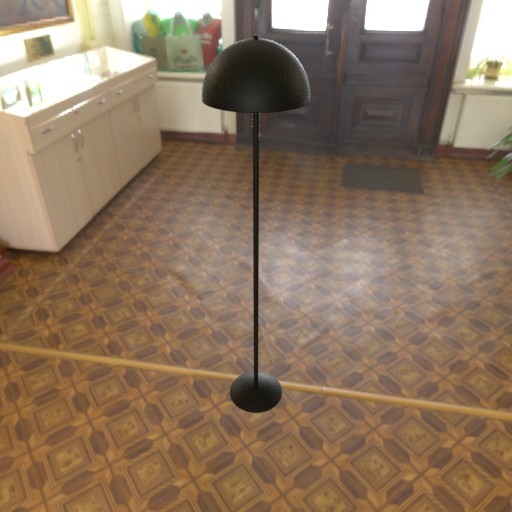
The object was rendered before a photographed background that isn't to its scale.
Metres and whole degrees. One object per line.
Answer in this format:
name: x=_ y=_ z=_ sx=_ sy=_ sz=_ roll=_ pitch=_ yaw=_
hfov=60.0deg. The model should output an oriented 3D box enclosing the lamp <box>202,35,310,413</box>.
lamp: x=0.000 y=0.000 z=1.649 sx=0.328 sy=1.480 sz=0.328 roll=-21 pitch=38 yaw=-29
